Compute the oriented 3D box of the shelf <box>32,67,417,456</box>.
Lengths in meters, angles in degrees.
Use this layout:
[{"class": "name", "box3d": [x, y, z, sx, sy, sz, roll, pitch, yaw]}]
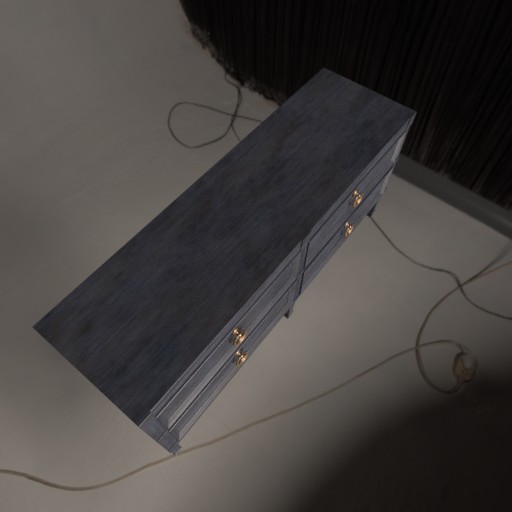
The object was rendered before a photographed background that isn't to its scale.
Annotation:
[{"class": "shelf", "box3d": [0.000, 0.000, 1.890, 0.479, 0.719, 1.575, 34, 65, 19]}]
